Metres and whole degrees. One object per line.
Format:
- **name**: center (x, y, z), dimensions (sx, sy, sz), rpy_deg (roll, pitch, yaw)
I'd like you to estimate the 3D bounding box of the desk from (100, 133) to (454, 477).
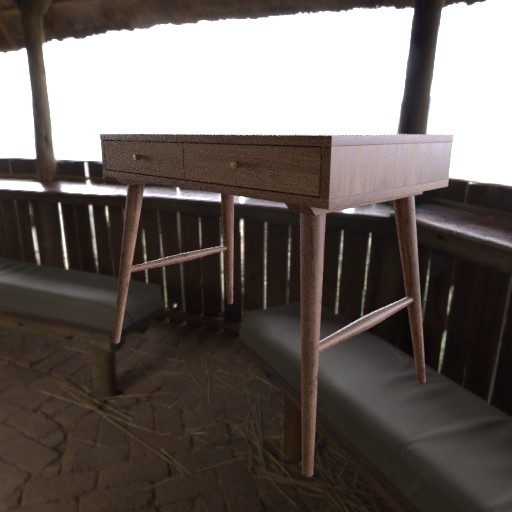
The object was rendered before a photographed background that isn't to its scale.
- **desk**: center (0.000, 0.000, 1.428), dimensions (0.588, 0.758, 0.949), rpy_deg (-15, 21, -42)
